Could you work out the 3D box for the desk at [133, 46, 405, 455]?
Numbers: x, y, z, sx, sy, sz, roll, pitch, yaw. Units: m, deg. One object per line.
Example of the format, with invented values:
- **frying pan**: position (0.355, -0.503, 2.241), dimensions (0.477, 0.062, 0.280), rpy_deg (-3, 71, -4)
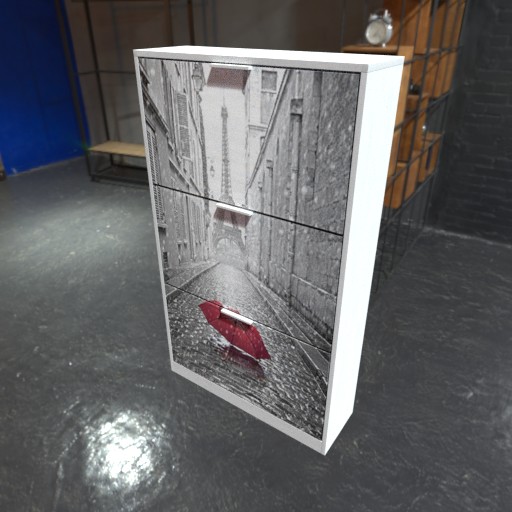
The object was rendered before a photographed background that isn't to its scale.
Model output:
- **desk**: position (0.000, 0.000, 1.534), dimensions (0.750, 1.280, 0.250), rpy_deg (18, 34, 30)
